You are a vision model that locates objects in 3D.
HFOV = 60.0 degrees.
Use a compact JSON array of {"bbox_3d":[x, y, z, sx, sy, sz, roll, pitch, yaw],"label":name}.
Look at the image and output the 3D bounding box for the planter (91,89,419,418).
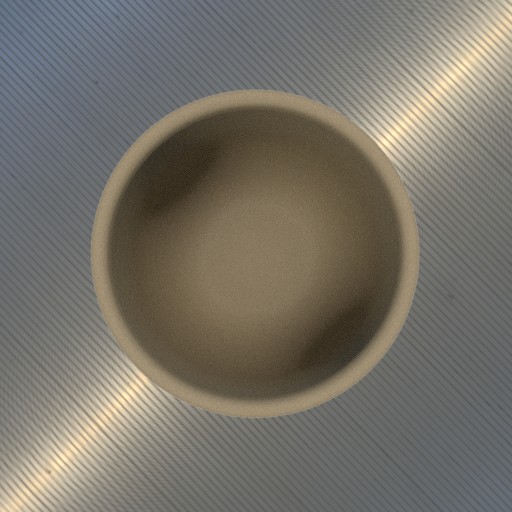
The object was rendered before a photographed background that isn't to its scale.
[{"bbox_3d":[0.000,0.000,0.221,0.124,0.109,0.124,0,88,1],"label":"planter"}]
